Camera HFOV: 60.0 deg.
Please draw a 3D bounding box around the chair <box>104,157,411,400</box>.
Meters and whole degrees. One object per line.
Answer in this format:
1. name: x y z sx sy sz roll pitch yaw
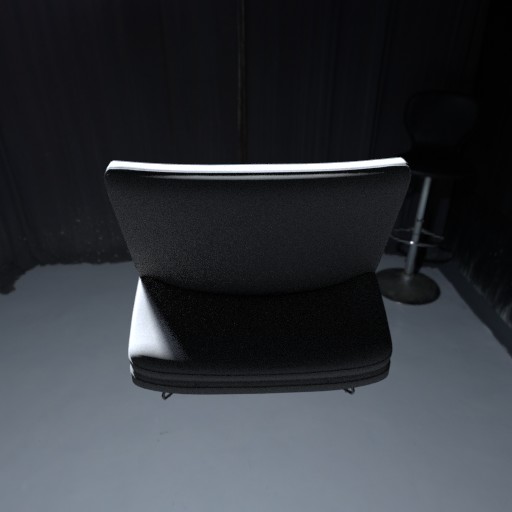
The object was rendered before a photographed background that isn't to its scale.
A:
1. chair: 0.000 0.000 1.624 0.859 0.855 1.008 -1 30 -2
